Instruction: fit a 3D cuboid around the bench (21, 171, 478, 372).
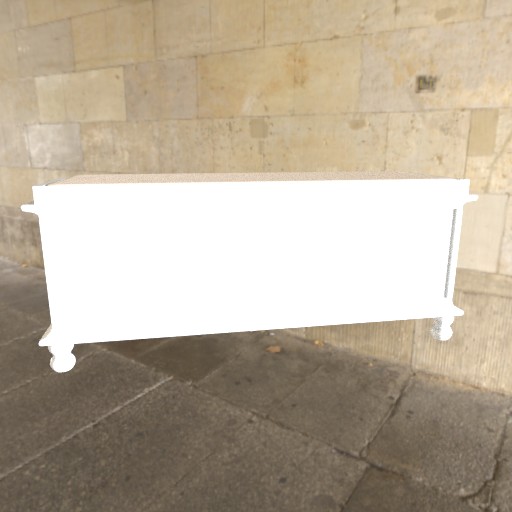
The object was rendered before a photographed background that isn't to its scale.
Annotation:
[{"bbox_3d":[0.000,0.000,1.372,1.185,0.486,0.402,-3,14,-10],"label":"bench"}]
